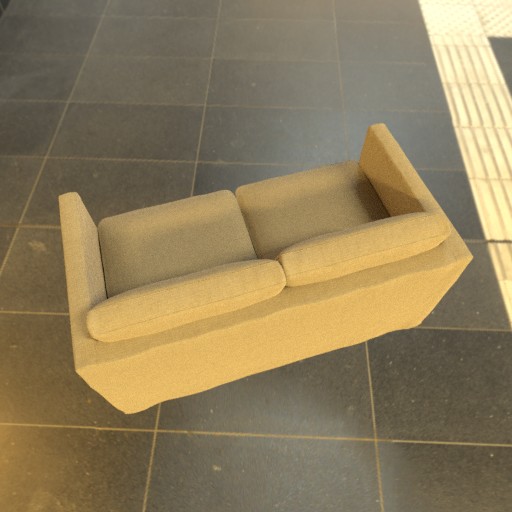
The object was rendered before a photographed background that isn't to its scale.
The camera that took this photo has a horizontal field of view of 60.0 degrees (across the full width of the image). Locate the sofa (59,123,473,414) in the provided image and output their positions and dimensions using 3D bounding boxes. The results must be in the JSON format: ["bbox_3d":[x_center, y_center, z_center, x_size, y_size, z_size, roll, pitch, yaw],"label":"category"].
[{"bbox_3d":[0.000,0.000,2.293,1.766,0.828,0.956,-15,59,-9],"label":"sofa"}]
